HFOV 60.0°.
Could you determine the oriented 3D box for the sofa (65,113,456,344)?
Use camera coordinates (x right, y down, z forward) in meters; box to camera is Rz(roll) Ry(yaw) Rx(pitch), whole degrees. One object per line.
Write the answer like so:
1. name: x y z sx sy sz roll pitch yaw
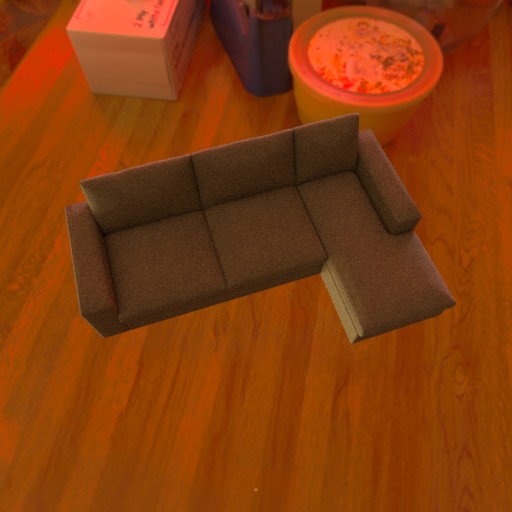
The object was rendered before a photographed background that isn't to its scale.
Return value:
1. sofa: 0.000 0.000 3.515 2.718 0.940 1.689 -16 63 -8
